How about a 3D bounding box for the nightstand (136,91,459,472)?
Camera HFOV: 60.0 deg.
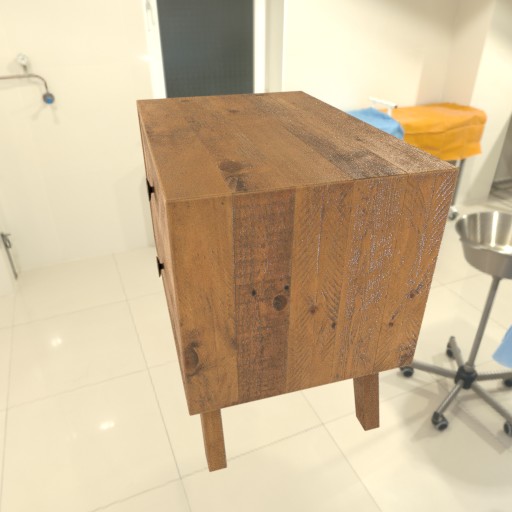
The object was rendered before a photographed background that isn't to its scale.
[{"bbox_3d":[0.000,0.000,1.031,0.450,0.599,0.650,-8,32,-14],"label":"nightstand"}]
